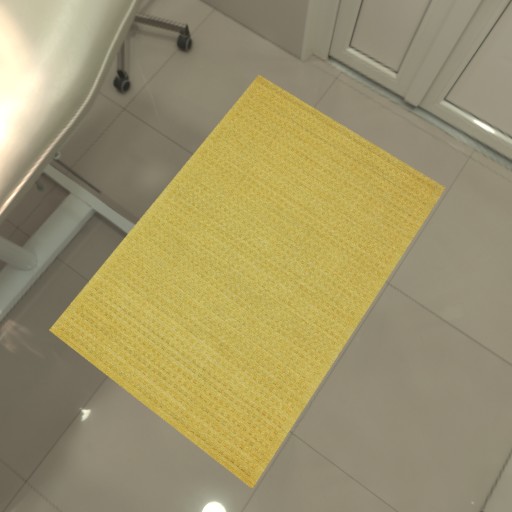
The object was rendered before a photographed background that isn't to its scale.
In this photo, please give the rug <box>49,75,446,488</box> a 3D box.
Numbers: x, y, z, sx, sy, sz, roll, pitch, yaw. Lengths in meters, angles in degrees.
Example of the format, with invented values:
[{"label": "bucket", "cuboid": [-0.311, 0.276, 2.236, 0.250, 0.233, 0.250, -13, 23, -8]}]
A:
[{"label": "rug", "cuboid": [0.000, 0.000, 3.684, 1.981, 0.006, 2.895, 34, 78, 9]}]
